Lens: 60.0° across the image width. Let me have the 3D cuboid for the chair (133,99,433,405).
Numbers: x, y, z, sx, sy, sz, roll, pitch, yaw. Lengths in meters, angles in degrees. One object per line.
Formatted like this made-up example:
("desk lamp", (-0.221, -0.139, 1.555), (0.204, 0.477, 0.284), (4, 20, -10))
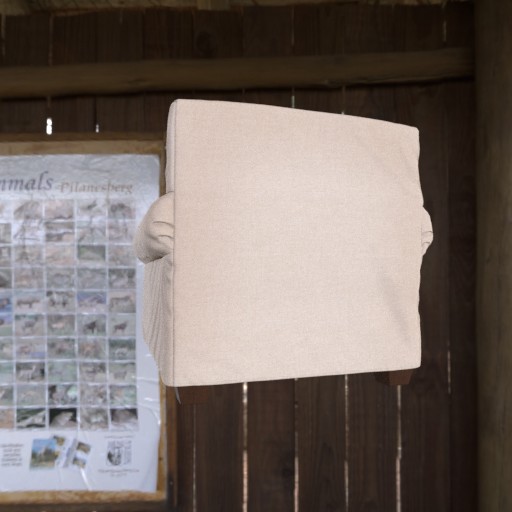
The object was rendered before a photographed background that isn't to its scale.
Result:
("chair", (0.000, 0.000, 1.789), (0.940, 0.866, 1.066), (1, -2, -18))
